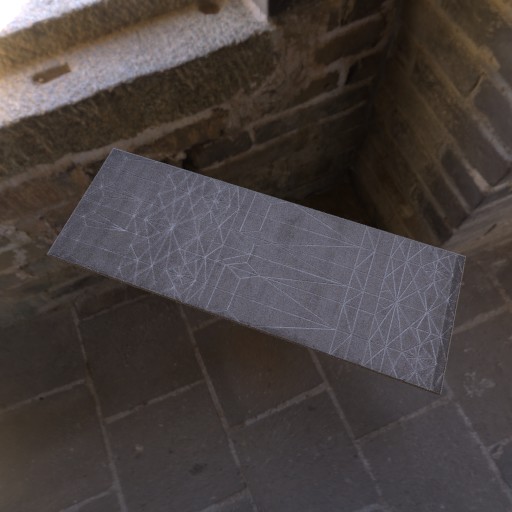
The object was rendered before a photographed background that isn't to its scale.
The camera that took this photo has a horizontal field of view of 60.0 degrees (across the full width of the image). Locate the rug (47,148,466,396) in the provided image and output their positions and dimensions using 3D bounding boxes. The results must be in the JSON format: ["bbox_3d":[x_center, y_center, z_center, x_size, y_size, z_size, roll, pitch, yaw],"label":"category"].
[{"bbox_3d":[0.000,0.000,2.685,2.388,0.012,0.864,18,66,8],"label":"rug"}]
